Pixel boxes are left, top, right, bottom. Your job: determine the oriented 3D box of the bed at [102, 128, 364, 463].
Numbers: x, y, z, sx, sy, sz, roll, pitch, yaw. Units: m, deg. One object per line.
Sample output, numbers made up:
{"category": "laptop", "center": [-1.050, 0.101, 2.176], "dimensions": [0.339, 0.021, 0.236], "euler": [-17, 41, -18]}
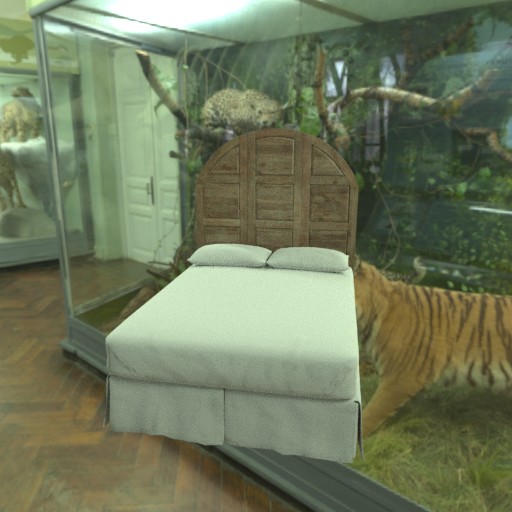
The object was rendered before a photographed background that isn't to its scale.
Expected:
{"category": "bed", "center": [0.000, 0.000, 3.526], "dimensions": [1.713, 2.002, 2.112], "euler": [3, 15, 10]}
